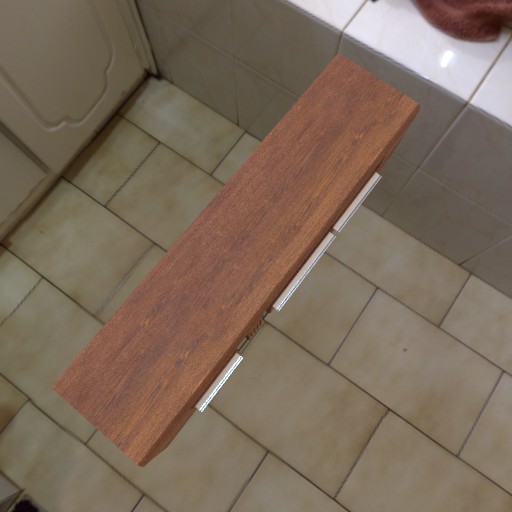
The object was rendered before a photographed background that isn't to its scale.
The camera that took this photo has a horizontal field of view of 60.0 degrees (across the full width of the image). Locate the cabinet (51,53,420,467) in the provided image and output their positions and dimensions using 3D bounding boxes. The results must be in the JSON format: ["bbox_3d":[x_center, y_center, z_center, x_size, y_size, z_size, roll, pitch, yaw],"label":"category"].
[{"bbox_3d":[0.000,0.000,1.794,0.419,0.510,1.600,37,78,9],"label":"cabinet"}]
